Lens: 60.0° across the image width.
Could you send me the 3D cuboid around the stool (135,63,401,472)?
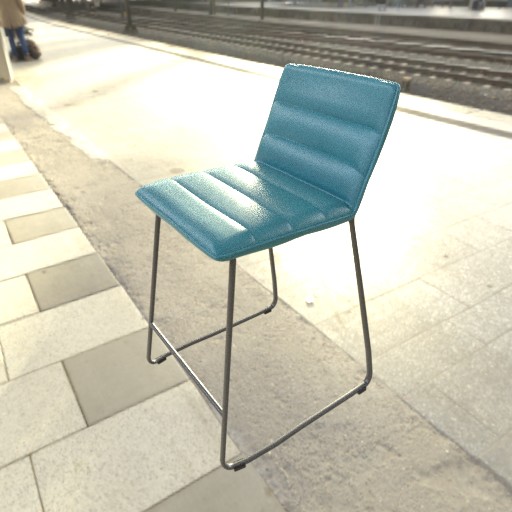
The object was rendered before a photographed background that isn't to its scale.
[{"bbox_3d":[0.000,0.000,1.159,0.524,0.866,0.489,-20,37,-30],"label":"stool"}]
